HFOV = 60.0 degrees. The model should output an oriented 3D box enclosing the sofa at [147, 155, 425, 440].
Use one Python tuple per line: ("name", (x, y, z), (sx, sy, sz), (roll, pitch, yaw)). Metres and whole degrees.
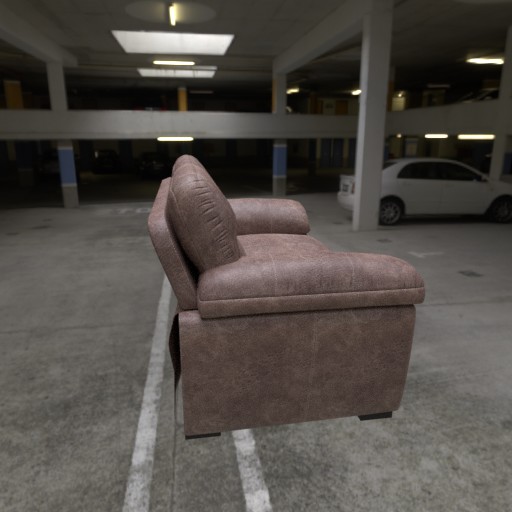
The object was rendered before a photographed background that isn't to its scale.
("sofa", (0.000, 0.000, 2.350), (0.991, 0.991, 1.753), (-3, 16, -9))
